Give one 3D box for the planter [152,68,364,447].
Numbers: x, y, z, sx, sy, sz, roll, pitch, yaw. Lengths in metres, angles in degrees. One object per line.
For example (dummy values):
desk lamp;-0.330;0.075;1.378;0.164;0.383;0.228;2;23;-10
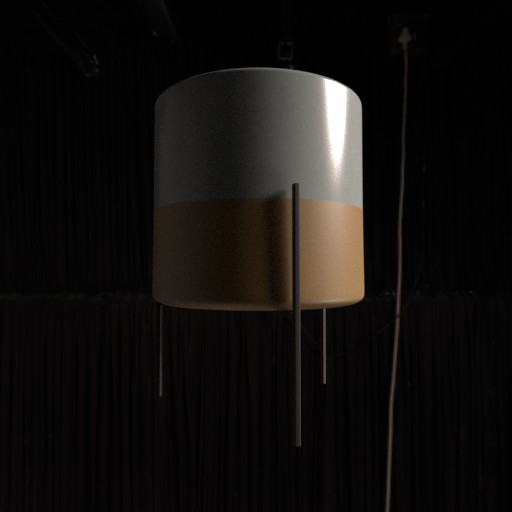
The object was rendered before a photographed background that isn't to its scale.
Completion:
planter;0.000;0.000;0.651;0.310;0.432;0.310;0;-2;0
